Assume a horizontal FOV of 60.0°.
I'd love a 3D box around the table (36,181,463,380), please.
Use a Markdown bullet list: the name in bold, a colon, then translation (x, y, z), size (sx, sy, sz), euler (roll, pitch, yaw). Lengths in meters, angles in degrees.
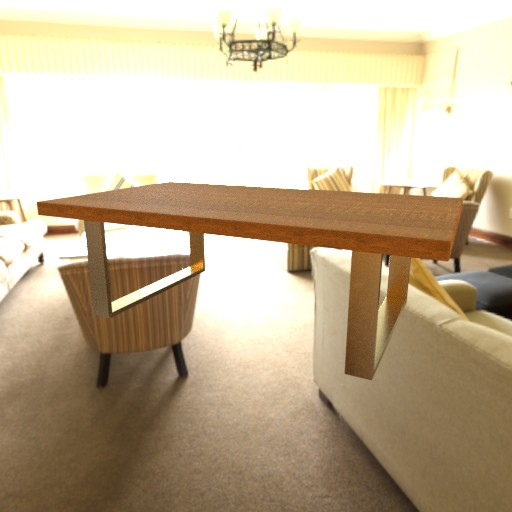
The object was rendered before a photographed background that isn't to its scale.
- **table**: translation (0.000, 0.000, 1.730), size (1.400, 0.440, 0.800), euler (7, 17, 25)
